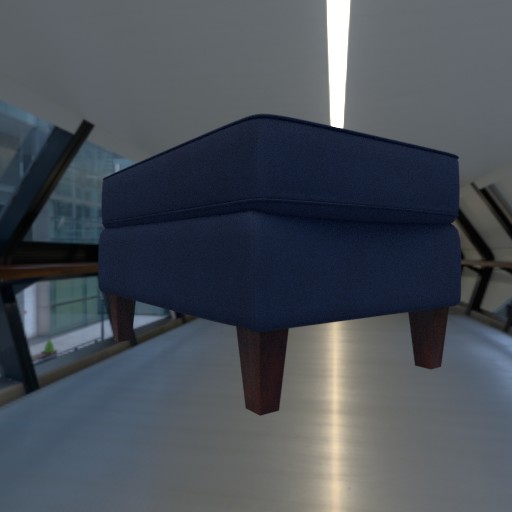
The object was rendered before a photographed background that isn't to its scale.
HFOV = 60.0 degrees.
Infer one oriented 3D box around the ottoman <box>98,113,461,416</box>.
[{"bbox_3d":[0.000,0.000,1.350,0.686,0.584,0.965,-1,1,-36],"label":"ottoman"}]
